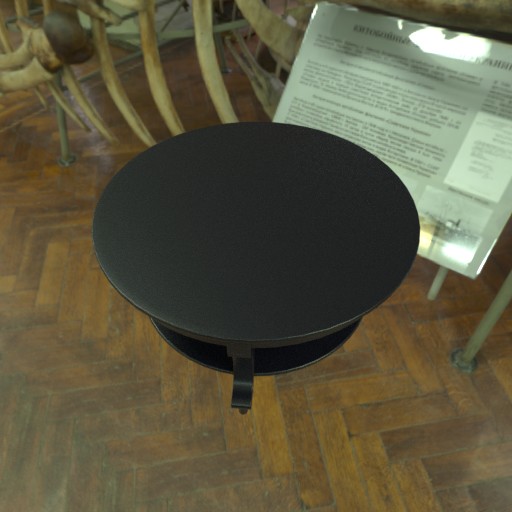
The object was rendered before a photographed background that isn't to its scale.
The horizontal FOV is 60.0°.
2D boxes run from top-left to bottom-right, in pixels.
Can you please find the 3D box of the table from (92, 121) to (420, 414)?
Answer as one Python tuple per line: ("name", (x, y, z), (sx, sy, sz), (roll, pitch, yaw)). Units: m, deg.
("table", (0.000, 0.000, 1.600), (1.029, 0.491, 1.029), (0, 47, 0))
